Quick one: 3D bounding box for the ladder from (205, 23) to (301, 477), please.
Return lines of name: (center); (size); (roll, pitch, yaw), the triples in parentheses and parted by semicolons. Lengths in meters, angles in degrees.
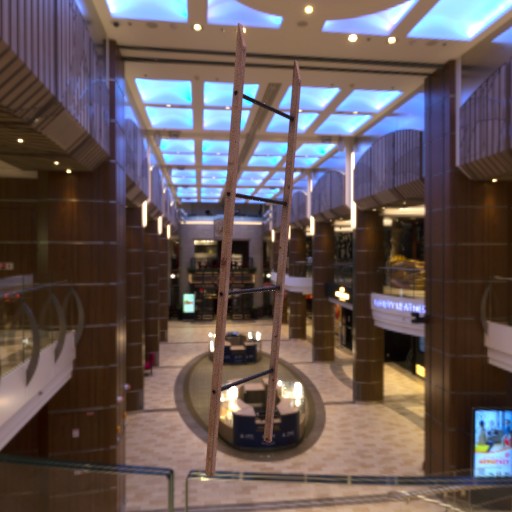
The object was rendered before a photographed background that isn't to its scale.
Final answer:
ladder: (0.000, 0.000, 1.940); (0.200, 1.805, 0.442); (0, 0, 37)
